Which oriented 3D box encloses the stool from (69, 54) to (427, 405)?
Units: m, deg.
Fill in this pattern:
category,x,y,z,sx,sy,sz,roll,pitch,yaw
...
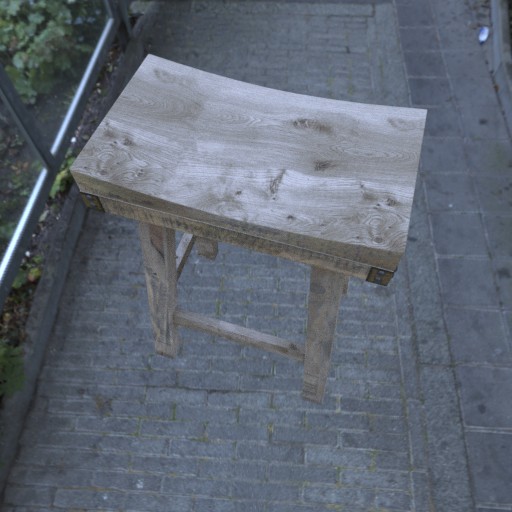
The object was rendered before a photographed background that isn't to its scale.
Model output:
category,x,y,z,sx,sy,sz,roll,pitch,yaw
stool,0.000,0.000,0.883,0.450,0.635,0.330,15,60,9
